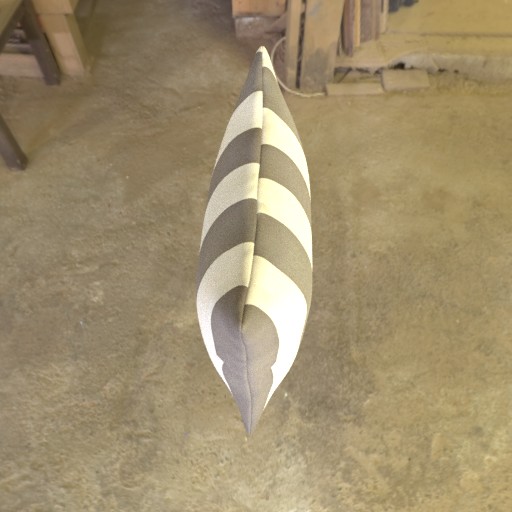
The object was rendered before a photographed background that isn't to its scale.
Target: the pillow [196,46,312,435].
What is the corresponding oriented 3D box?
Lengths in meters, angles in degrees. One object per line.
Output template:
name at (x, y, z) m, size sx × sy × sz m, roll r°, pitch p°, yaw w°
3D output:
pillow at (0.000, 0.000, 0.808) m, size 0.192 × 0.507 × 0.522 m, roll 2°, pitch 56°, yaw 2°
